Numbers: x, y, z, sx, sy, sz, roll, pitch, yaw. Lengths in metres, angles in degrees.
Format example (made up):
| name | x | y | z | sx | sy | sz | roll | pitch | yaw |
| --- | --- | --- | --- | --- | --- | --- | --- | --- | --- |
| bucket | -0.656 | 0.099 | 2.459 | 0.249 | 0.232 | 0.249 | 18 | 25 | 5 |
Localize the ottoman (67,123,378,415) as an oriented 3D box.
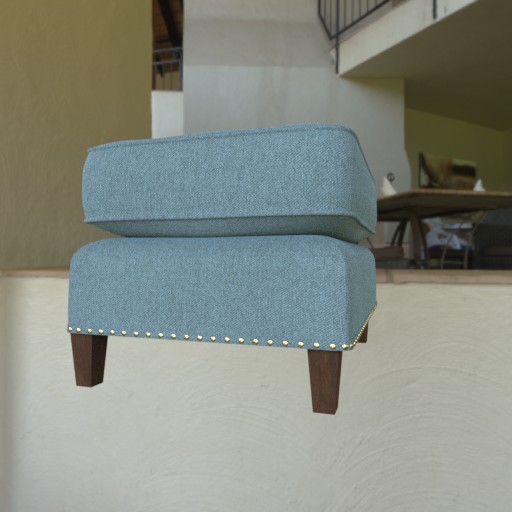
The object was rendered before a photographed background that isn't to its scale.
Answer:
| name | x | y | z | sx | sy | sz | roll | pitch | yaw |
| --- | --- | --- | --- | --- | --- | --- | --- | --- | --- |
| ottoman | 0.000 | 0.000 | 1.154 | 0.589 | 0.537 | 0.738 | 0 | 0 | 18 |
